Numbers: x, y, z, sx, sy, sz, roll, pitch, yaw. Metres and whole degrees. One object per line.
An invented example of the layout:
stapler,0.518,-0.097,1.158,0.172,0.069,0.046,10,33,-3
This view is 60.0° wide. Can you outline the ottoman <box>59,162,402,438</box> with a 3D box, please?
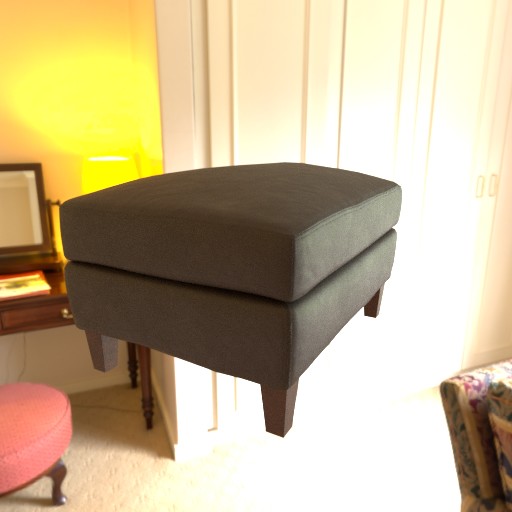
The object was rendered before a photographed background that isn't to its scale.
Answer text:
ottoman,0.000,0.000,1.302,0.659,0.529,0.887,8,17,29
